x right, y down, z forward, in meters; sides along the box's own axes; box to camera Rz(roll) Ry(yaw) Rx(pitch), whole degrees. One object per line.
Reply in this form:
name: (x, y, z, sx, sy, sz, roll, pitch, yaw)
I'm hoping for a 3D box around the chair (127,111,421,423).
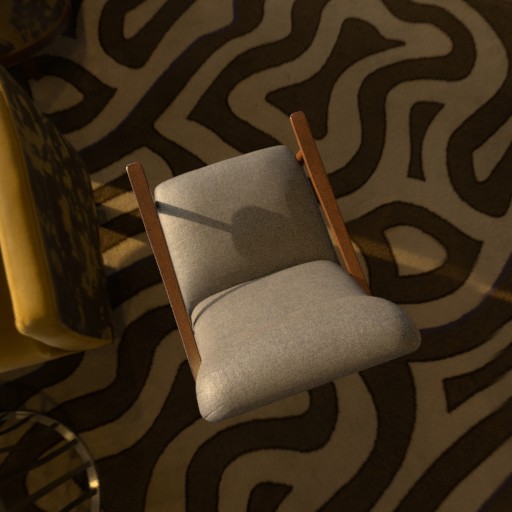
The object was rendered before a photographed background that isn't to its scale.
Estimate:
chair: (0.000, 0.000, 1.784, 0.762, 1.081, 1.014, -19, 77, -4)
